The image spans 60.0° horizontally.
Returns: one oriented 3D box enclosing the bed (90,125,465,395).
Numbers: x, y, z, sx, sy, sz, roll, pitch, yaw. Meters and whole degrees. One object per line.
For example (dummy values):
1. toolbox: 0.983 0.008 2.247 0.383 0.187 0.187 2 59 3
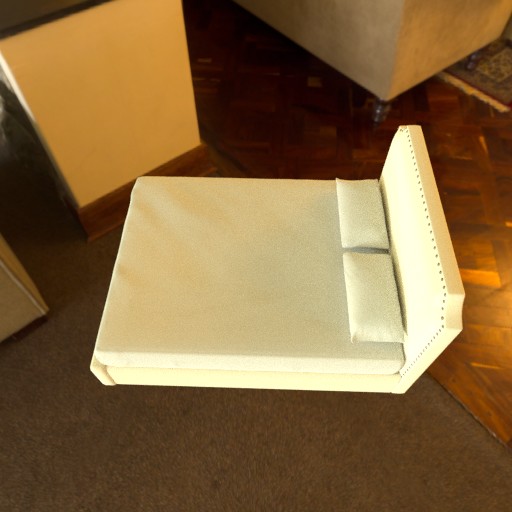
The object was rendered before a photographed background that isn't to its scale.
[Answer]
1. bed: 0.000 0.000 3.403 2.329 1.415 1.703 1 56 1
